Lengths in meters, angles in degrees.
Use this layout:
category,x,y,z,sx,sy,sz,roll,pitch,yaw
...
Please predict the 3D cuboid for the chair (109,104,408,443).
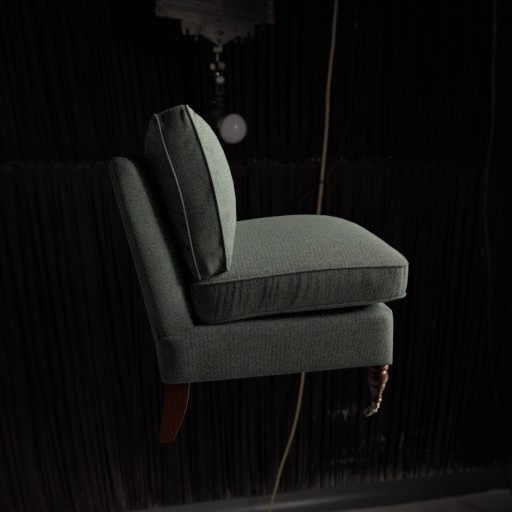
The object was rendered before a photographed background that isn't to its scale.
category,x,y,z,sx,sy,sz,roll,pitch,yaw
chair,0.000,0.000,1.444,0.796,0.901,0.624,-3,16,-9
